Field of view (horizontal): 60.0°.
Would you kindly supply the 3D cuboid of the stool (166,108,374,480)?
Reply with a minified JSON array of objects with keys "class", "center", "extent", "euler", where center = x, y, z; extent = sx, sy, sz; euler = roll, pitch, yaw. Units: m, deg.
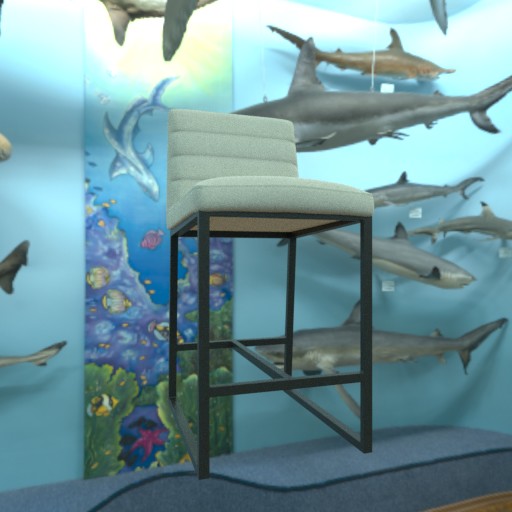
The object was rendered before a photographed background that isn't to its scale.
[{"class":"stool","center":[0.000,0.000,1.276],"extent":[0.459,0.971,0.567],"euler":[0,0,-18]}]
